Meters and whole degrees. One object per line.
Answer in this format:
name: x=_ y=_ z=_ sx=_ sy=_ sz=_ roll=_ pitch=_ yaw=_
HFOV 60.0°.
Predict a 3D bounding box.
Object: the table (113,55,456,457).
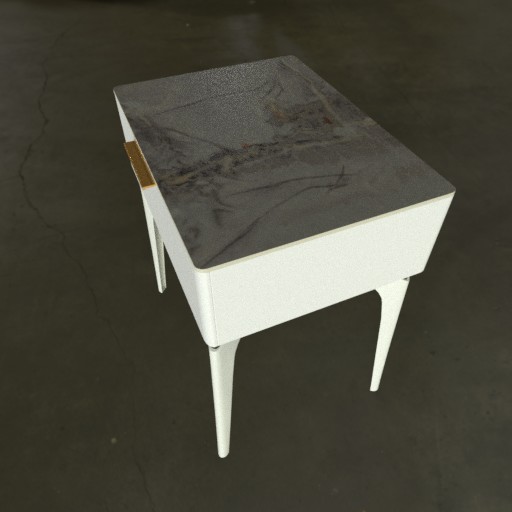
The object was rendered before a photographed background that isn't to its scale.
table: x=0.000 y=0.000 z=0.912 sx=0.400 sy=0.570 sz=0.500 roll=-17 pitch=48 yaw=-16
